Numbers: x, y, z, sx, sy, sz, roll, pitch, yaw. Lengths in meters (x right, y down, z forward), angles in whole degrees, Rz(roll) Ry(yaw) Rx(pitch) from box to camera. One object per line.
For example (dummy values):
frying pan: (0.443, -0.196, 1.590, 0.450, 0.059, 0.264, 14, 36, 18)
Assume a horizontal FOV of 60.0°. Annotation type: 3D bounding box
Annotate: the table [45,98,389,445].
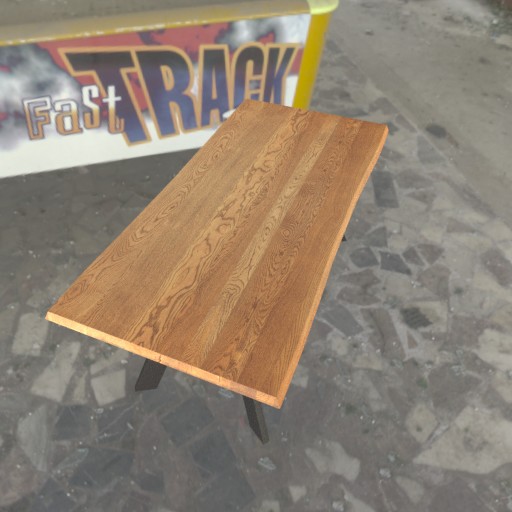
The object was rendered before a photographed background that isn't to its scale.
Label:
table: (0.000, 0.000, 2.300, 0.900, 0.770, 1.800, 16, 47, 16)
